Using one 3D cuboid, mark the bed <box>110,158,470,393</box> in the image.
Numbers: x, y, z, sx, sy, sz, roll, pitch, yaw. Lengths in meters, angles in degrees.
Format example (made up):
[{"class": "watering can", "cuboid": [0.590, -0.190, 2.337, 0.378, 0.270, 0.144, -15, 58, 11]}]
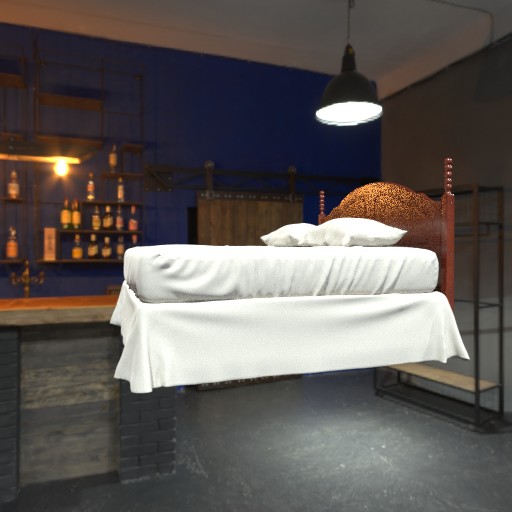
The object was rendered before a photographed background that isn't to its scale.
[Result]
[{"class": "bed", "cuboid": [0.000, 0.000, 3.566, 2.219, 1.355, 2.322, 0, 1, -19]}]
